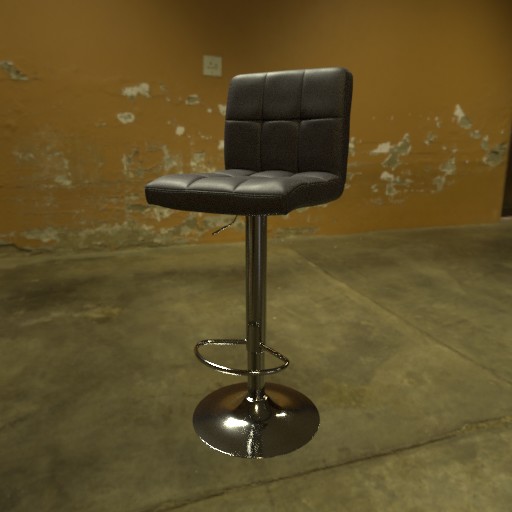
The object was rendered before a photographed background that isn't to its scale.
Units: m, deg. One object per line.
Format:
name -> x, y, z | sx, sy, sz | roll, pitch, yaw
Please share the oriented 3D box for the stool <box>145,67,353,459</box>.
stool -> 0.000, 0.000, 1.352 | 0.430, 1.115, 0.505 | 7, 16, 26
